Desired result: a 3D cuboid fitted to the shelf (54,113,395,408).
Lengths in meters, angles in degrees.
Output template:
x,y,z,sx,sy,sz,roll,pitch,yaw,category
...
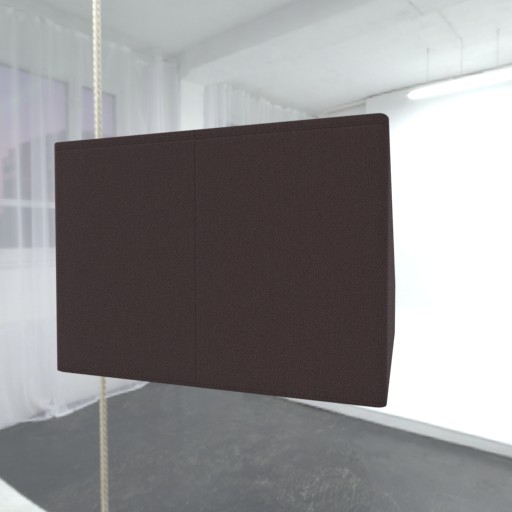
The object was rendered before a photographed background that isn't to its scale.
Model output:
x,y,z,sx,sy,sz,roll,pitch,yaw,category
0.000,0.000,0.494,0.292,0.210,0.292,1,2,19,shelf
